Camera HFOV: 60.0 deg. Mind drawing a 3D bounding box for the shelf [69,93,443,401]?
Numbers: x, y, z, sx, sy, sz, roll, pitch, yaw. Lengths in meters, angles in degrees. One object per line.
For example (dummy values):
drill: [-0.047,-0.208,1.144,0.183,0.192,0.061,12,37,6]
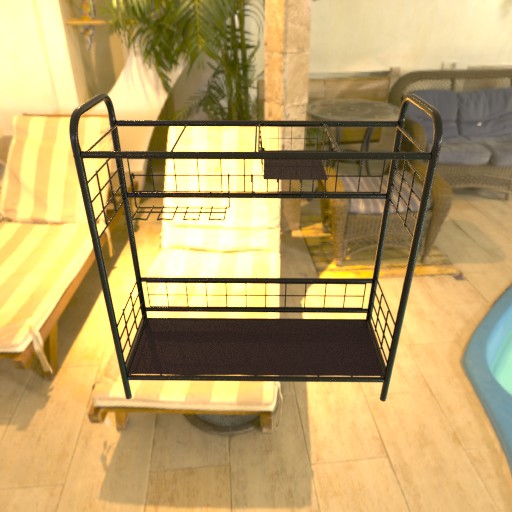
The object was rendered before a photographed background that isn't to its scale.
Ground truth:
shelf: [0.000,0.000,1.513,0.961,1.026,0.350,0,31,1]
